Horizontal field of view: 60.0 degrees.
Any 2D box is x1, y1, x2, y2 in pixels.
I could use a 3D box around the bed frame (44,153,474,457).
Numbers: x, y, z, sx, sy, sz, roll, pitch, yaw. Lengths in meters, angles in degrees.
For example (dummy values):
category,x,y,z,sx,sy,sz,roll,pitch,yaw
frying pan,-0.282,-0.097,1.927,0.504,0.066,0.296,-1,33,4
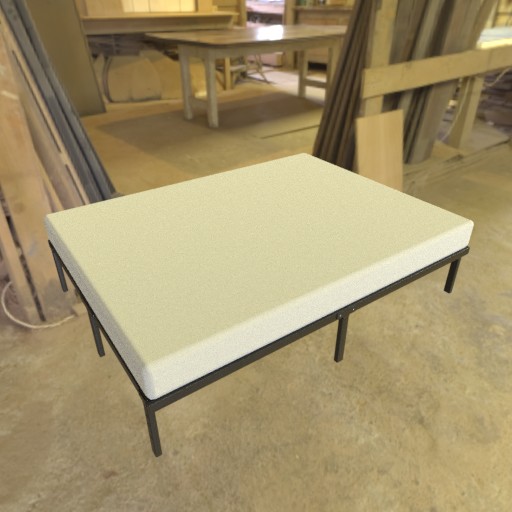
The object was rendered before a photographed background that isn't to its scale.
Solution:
category,x,y,z,sx,sy,sz,roll,pitch,yaw
bed frame,0.000,0.000,3.503,2.635,0.680,1.990,-20,37,-29
